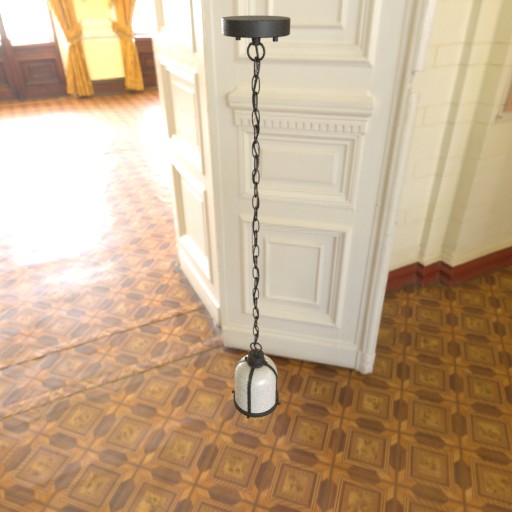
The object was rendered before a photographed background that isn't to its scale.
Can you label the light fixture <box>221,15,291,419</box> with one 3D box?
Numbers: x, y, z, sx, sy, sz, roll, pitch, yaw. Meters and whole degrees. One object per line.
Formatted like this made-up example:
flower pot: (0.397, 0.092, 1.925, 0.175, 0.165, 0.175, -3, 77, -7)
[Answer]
light fixture: (0.000, 0.000, 1.245, 0.178, 1.181, 0.178, 10, 33, 15)
